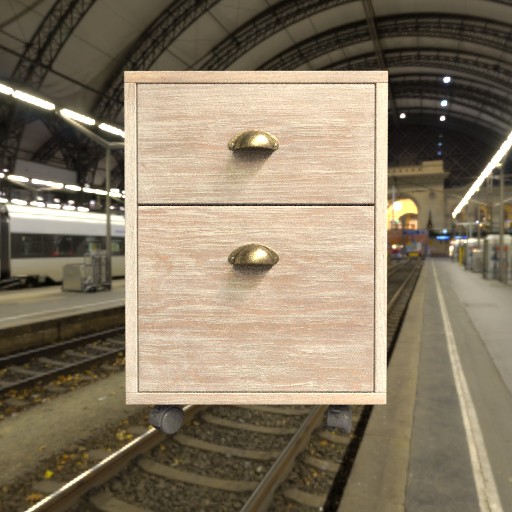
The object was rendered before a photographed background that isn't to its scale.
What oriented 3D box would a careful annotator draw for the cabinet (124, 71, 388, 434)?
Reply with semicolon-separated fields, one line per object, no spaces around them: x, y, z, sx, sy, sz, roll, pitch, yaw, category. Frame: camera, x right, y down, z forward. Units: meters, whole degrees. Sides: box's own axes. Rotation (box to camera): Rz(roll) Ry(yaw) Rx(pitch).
0.000;0.000;0.869;0.409;0.579;0.401;0;1;0;cabinet
